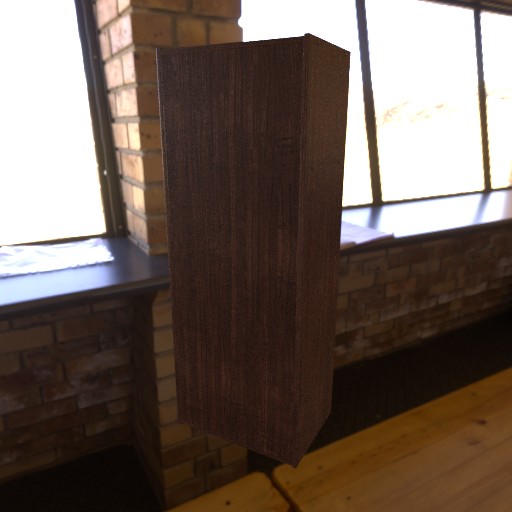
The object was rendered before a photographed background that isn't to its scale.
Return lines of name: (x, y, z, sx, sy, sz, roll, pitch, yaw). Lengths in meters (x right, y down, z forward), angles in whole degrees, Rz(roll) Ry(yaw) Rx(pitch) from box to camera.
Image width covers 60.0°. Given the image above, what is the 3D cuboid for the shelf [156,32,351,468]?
shelf: (0.000, 0.000, 1.289, 0.415, 1.099, 0.290, 9, 19, 27)
